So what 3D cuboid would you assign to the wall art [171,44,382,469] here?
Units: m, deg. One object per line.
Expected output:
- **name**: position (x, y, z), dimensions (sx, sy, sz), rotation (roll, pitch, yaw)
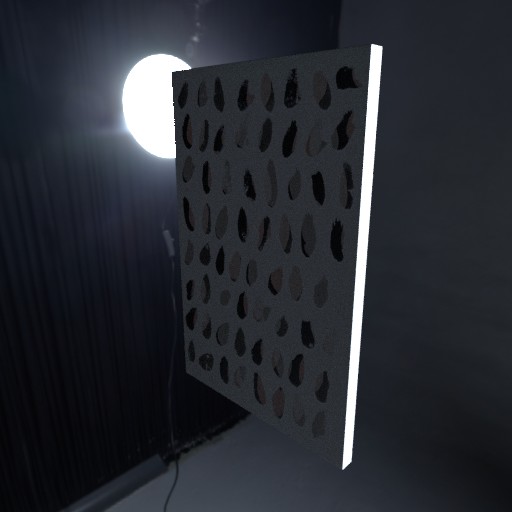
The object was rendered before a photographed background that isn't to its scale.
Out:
- **wall art**: position (0.000, 0.000, 0.749), dimensions (0.405, 0.608, 0.025), rotation (16, 23, 42)
